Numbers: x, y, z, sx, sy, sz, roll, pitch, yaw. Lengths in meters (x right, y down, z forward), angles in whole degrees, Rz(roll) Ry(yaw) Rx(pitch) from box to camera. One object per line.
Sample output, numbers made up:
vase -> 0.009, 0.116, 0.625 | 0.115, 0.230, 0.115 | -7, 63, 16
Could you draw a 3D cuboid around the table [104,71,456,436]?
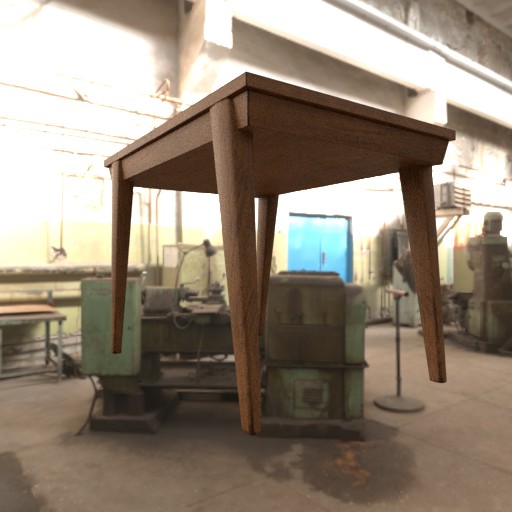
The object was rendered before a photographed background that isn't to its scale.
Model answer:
table -> 0.000, 0.000, 1.546 | 0.757, 0.760, 1.027 | 0, 0, -35
